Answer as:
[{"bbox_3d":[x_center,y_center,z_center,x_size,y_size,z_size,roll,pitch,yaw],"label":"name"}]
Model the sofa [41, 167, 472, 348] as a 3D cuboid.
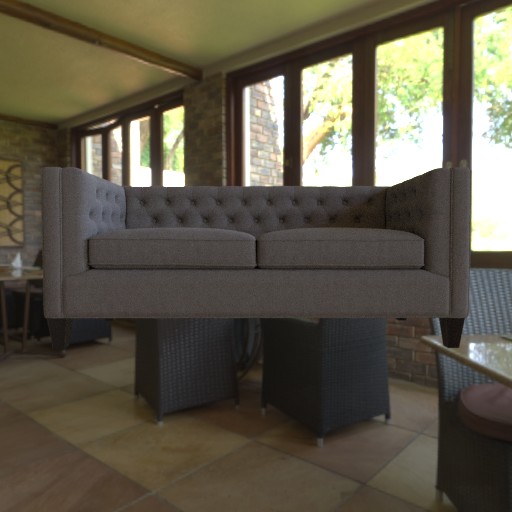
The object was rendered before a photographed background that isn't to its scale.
[{"bbox_3d":[0.000,0.000,2.212,1.778,0.762,0.775,0,2,0],"label":"sofa"}]
